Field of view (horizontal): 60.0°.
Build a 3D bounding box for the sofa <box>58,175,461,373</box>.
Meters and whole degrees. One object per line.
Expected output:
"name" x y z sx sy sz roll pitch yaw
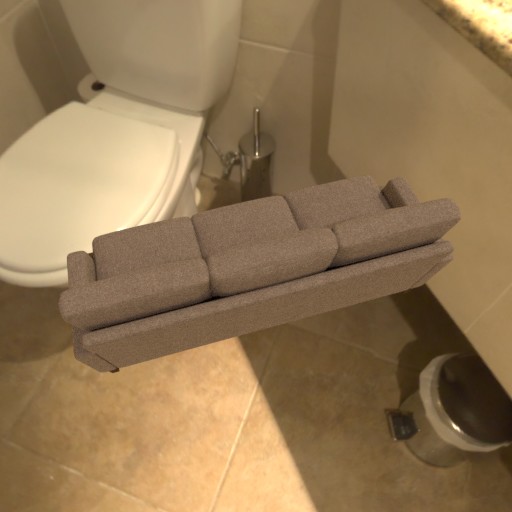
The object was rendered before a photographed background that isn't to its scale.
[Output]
"sofa" 0.000 0.000 2.664 2.115 0.984 0.888 -14 59 -9
